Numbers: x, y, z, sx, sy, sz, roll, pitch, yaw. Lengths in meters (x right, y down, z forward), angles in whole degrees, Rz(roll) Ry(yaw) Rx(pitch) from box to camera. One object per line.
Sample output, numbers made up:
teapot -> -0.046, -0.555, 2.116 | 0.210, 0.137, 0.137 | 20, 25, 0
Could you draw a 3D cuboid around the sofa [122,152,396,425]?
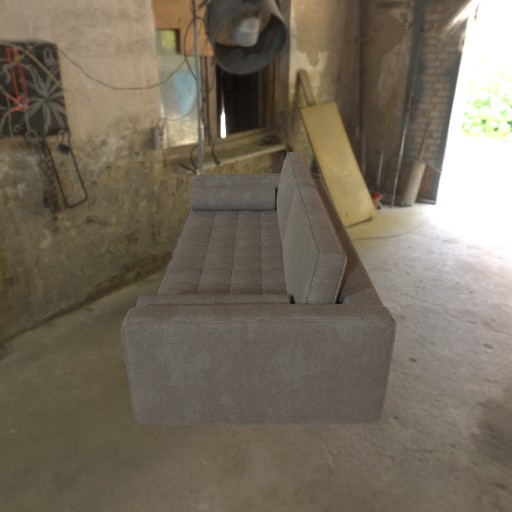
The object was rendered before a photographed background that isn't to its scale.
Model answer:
sofa -> 0.000, 0.000, 2.326 | 0.920, 0.769, 1.883 | 0, 25, 0
